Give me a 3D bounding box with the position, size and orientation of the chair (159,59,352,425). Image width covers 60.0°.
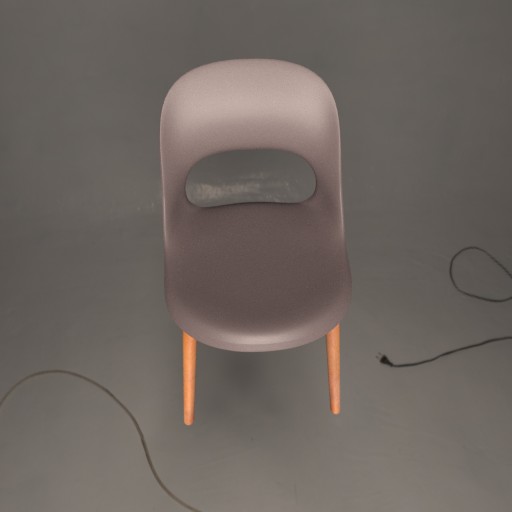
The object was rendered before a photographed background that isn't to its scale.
[{"bbox_3d":[0.000,0.000,1.158,0.470,0.794,0.556,-3,46,-3],"label":"chair"}]
